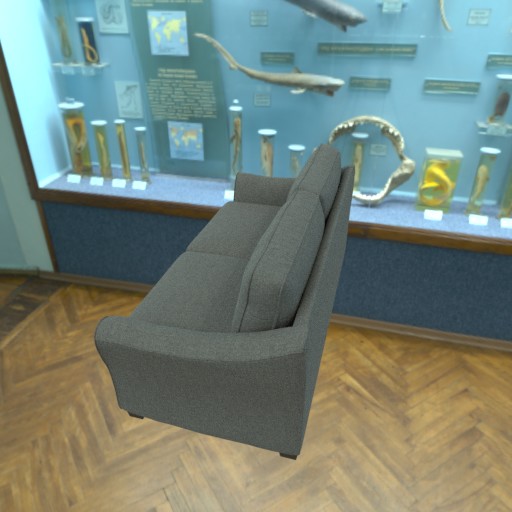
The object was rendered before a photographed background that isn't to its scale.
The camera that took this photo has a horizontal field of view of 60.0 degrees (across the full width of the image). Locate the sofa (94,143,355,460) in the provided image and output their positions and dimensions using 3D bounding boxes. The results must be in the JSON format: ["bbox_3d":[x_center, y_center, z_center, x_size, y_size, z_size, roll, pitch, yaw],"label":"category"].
[{"bbox_3d":[0.000,0.000,2.819,1.013,0.976,2.203,8,31,14],"label":"sofa"}]
